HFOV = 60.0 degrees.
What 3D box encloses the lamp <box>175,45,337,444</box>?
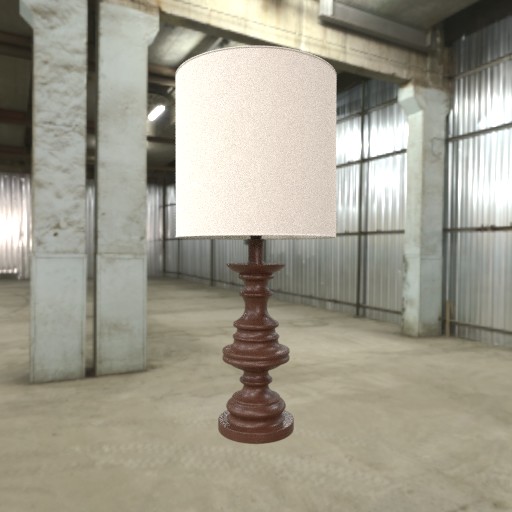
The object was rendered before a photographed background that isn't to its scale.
[{"bbox_3d":[0.000,0.000,0.584,0.208,0.455,0.208,0,1,0],"label":"lamp"}]
